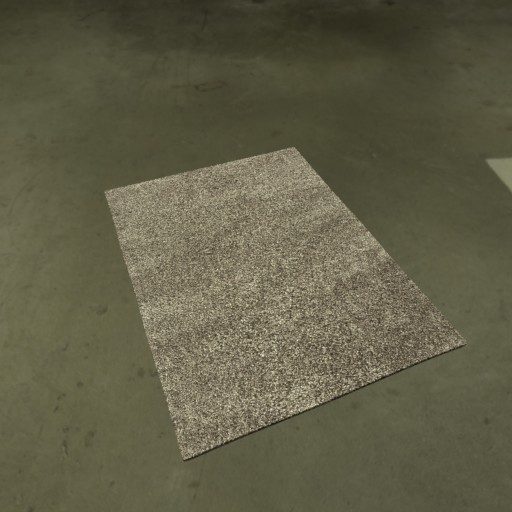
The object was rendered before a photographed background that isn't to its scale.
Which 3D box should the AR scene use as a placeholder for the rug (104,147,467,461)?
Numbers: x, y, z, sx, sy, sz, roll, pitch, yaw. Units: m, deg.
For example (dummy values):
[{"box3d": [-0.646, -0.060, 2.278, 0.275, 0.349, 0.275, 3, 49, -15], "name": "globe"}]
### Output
[{"box3d": [0.000, 0.000, 2.164, 1.198, 0.025, 1.601, -17, 48, -16], "name": "rug"}]
